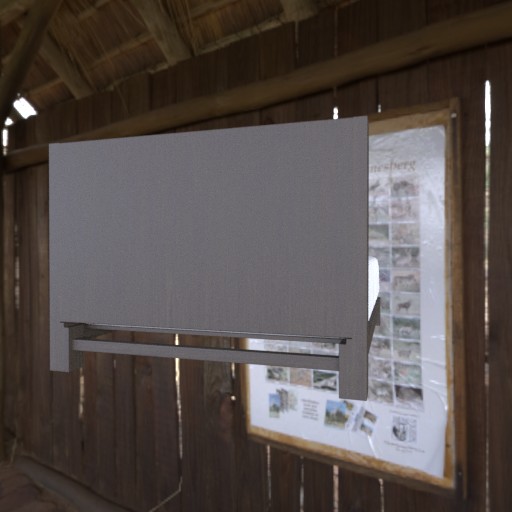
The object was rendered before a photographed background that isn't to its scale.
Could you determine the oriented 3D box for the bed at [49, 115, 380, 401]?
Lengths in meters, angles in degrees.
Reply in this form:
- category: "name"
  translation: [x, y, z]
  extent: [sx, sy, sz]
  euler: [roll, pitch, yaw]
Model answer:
- category: "bed"
  translation: [0.000, 0.000, 3.296]
  extent: [1.727, 1.270, 2.242]
  euler: [0, 1, 17]
